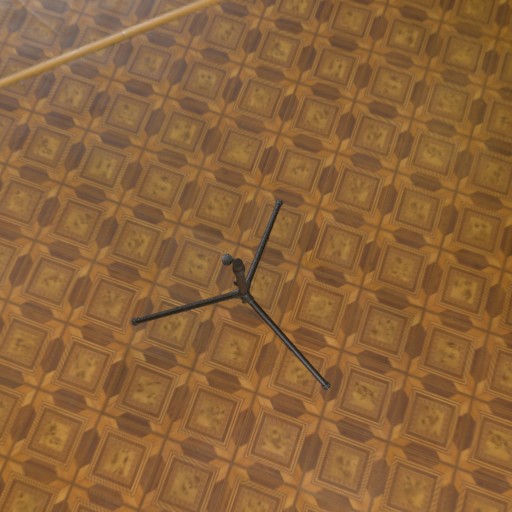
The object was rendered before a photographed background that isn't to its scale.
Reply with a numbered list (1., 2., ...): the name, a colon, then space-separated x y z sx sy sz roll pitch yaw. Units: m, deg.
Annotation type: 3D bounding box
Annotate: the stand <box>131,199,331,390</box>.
1. stand: 0.000 0.000 2.756 1.596 1.595 1.339 19 78 4
